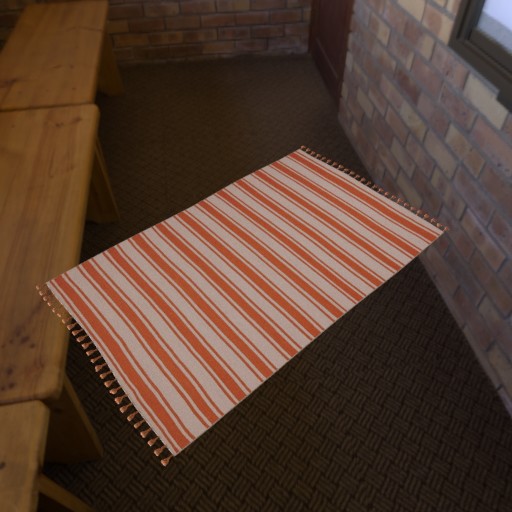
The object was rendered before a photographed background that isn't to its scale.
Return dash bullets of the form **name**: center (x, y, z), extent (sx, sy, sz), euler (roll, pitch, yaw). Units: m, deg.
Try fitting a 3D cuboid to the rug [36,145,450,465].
- **rug**: center (0.000, 0.000, 2.542), extent (2.092, 0.017, 1.232), euler (-33, 55, -27)
